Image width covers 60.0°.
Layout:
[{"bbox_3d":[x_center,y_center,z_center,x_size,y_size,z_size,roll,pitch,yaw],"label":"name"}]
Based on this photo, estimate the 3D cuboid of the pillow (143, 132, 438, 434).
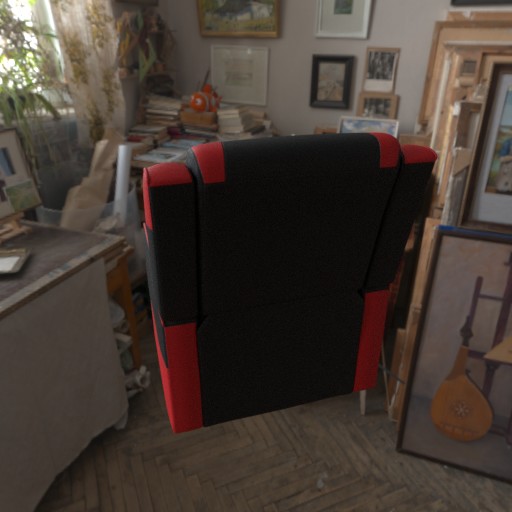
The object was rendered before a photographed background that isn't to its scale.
[{"bbox_3d":[0.000,0.000,1.301,0.620,0.805,0.672,-8,28,-15],"label":"pillow"}]
